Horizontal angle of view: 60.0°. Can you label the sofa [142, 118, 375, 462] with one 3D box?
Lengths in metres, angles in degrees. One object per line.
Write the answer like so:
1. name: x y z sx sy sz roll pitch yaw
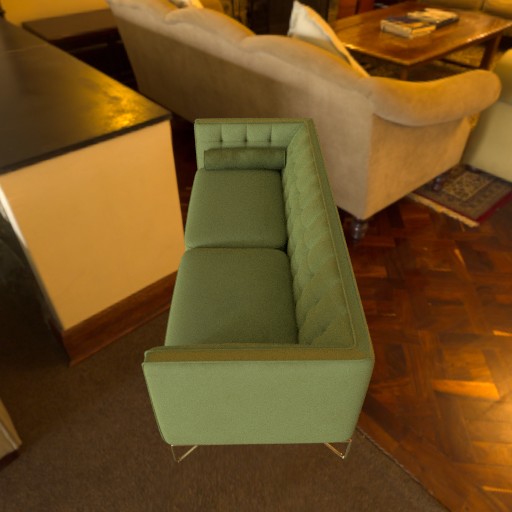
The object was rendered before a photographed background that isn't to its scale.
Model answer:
1. sofa: 0.000 0.000 2.591 0.867 0.789 2.087 0 41 0
